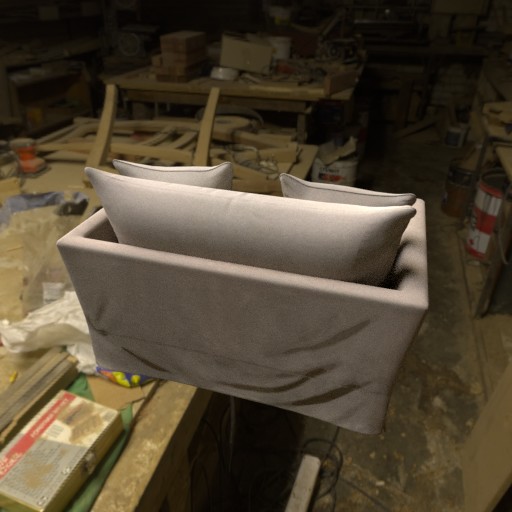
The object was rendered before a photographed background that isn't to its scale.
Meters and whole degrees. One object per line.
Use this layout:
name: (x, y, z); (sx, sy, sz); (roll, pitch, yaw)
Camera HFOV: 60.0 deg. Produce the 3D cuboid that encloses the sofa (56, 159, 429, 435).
sofa: (0.000, 0.000, 2.296); (1.608, 1.040, 1.035); (9, 33, 14)
